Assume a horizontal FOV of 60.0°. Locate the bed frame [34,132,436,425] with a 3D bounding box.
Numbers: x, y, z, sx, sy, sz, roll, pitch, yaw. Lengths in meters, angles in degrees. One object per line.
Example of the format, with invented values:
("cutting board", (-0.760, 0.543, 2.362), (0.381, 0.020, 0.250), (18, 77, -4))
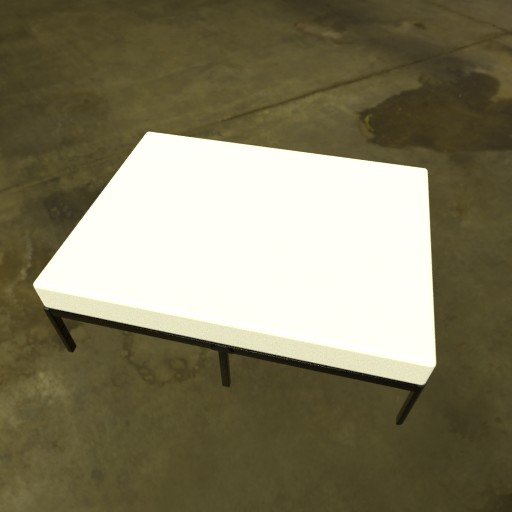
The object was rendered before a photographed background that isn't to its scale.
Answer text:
("bed frame", (0.000, 0.000, 2.892), (2.072, 0.659, 1.557), (10, 48, 9))
